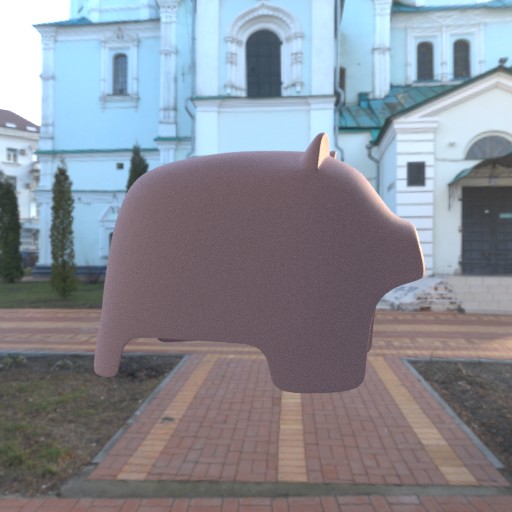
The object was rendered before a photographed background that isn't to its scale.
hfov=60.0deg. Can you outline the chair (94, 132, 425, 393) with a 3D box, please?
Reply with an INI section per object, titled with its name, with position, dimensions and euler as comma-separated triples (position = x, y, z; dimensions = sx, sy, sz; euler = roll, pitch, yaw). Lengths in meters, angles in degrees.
[chair]
position = 0.000, 0.000, 0.870
dimensions = 0.619, 0.423, 0.364
euler = 0, 0, 17
